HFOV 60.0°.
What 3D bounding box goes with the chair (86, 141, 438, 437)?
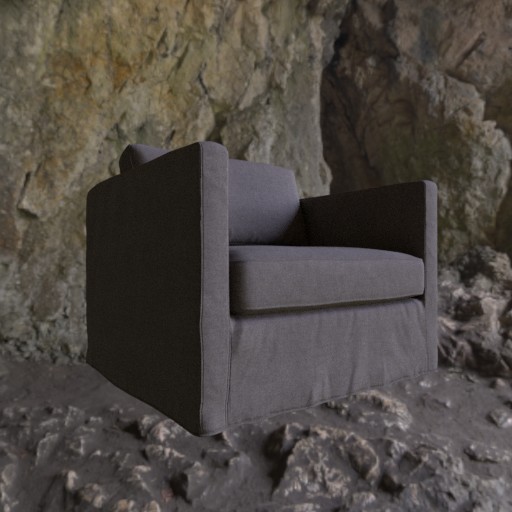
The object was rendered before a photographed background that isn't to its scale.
[{"bbox_3d":[0.000,0.000,1.715,1.057,0.863,0.949,0,0,-37],"label":"chair"}]
